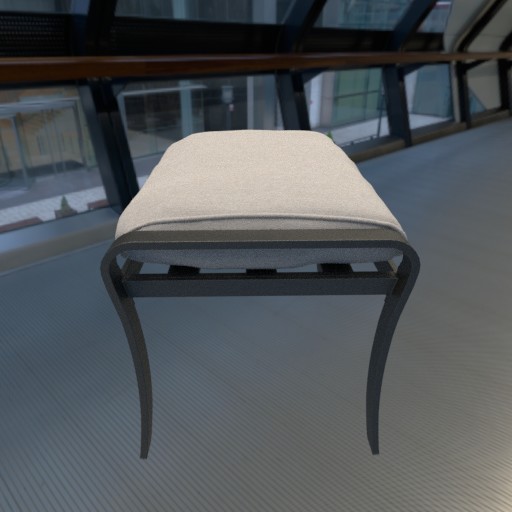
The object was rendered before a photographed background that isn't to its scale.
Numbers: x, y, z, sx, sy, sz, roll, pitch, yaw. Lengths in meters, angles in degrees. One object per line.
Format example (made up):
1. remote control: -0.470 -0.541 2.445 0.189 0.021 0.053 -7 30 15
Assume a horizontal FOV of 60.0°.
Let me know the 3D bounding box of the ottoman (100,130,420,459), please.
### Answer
1. ottoman: 0.000 0.000 0.892 0.406 0.422 0.610 -1 26 -1
